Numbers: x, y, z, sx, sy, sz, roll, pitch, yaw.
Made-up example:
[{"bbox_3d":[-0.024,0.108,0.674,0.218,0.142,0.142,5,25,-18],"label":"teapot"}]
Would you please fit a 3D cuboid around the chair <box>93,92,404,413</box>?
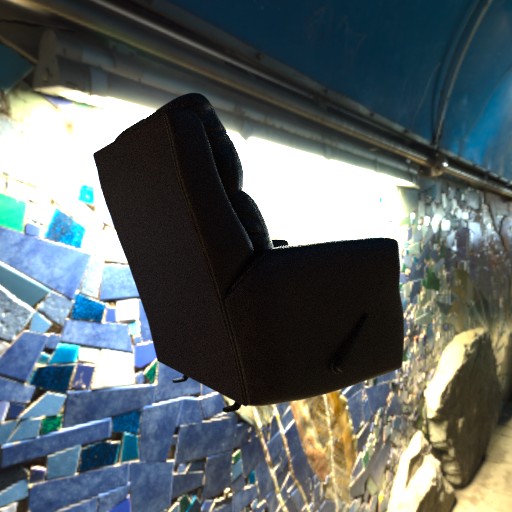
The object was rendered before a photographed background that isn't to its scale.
[{"bbox_3d":[0.000,0.000,1.780,1.080,1.030,0.829,-1,2,-36],"label":"chair"}]
